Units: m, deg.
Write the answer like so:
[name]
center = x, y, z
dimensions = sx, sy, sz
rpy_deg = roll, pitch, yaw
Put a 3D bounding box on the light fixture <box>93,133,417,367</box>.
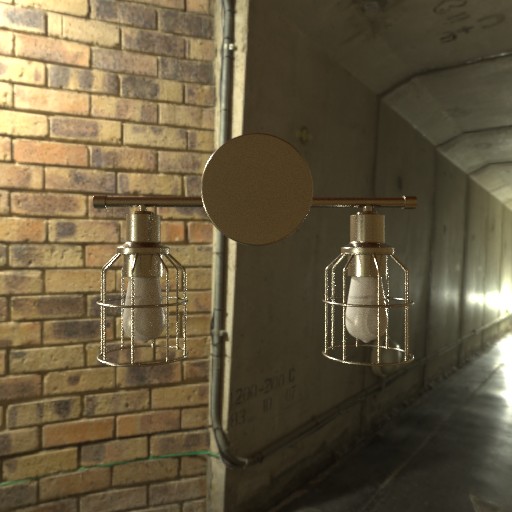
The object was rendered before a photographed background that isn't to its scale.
[light fixture]
center = 0.000, 0.000, 0.537
dimensions = 0.406, 0.254, 0.165
rpy_deg = 0, 0, -1
